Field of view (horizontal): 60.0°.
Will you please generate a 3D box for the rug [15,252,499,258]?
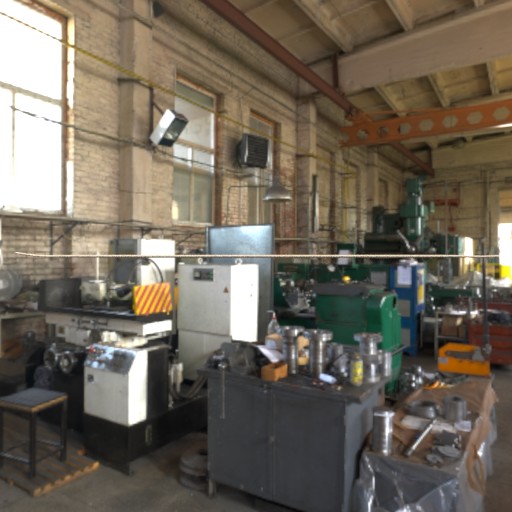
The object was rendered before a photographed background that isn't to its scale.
[{"bbox_3d":[0.000,0.000,3.774,2.897,0.035,2.277,0,0,-1],"label":"rug"}]
